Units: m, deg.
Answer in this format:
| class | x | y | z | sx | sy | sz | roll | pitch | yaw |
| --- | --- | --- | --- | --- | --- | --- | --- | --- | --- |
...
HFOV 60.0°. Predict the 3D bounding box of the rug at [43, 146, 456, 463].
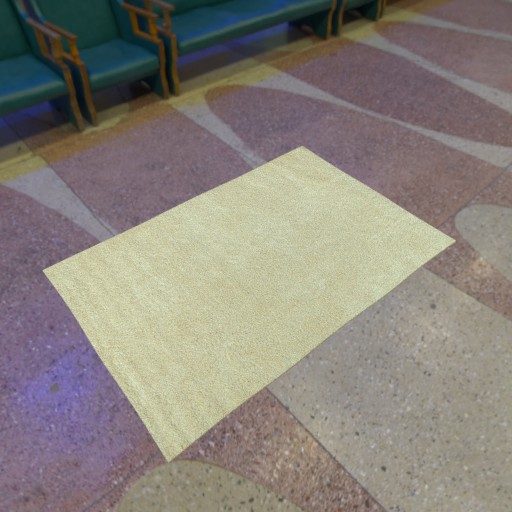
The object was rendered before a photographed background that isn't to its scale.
| class | x | y | z | sx | sy | sz | roll | pitch | yaw |
| --- | --- | --- | --- | --- | --- | --- | --- | --- | --- |
| rug | 0.000 | 0.000 | 3.470 | 2.699 | 0.025 | 1.800 | -31 | 54 | -26 |
